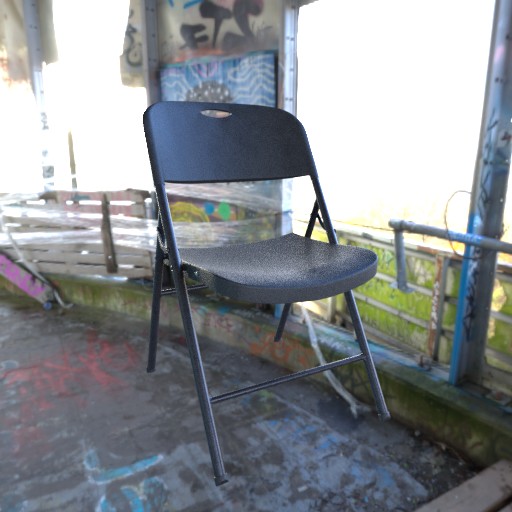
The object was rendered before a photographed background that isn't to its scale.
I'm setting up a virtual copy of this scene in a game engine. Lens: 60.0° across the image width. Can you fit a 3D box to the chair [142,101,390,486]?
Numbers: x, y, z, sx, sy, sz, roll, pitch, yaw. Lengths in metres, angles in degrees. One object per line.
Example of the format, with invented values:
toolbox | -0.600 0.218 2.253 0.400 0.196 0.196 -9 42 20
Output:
chair | 0.000 0.000 1.172 0.494 0.810 0.567 -8 16 -28
